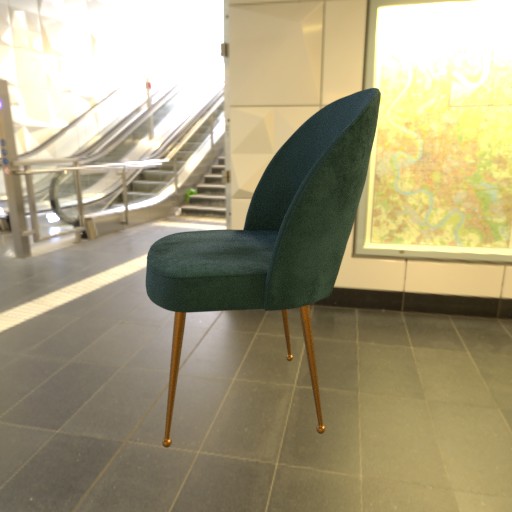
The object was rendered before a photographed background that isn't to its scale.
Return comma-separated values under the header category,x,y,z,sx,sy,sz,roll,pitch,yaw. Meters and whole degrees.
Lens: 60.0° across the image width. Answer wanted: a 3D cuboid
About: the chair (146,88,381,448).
category,x,y,z,sx,sy,sz,roll,pitch,yaw
chair,0.000,0.000,1.207,0.577,0.860,0.527,-2,15,-7
